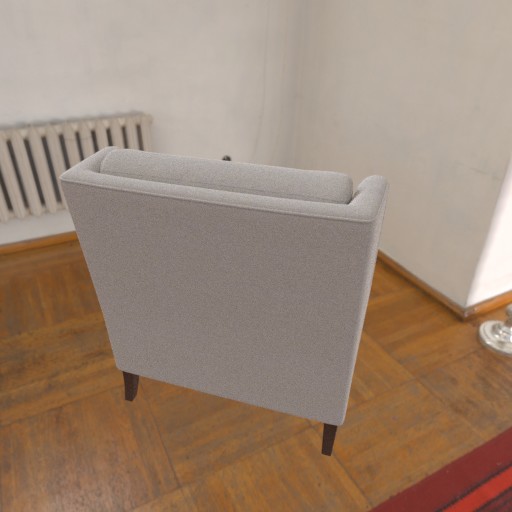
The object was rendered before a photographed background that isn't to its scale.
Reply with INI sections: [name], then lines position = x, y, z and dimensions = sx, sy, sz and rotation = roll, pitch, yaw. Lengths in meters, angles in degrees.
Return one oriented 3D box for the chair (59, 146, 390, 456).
[chair]
position = 0.000, 0.000, 1.864
dimensions = 0.982, 1.056, 1.040
rotation = 10, 33, 15
